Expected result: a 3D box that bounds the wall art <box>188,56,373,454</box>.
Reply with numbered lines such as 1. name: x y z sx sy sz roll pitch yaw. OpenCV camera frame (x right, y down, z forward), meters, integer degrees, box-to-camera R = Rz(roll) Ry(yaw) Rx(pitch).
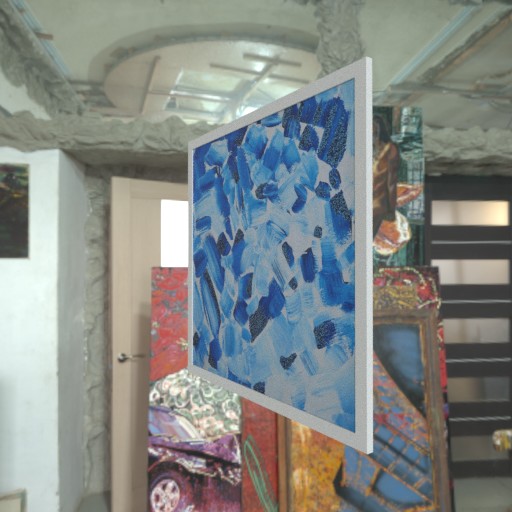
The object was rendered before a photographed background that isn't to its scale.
1. wall art: 0.000 0.000 1.010 0.015 0.660 0.660 0 -1 -35
